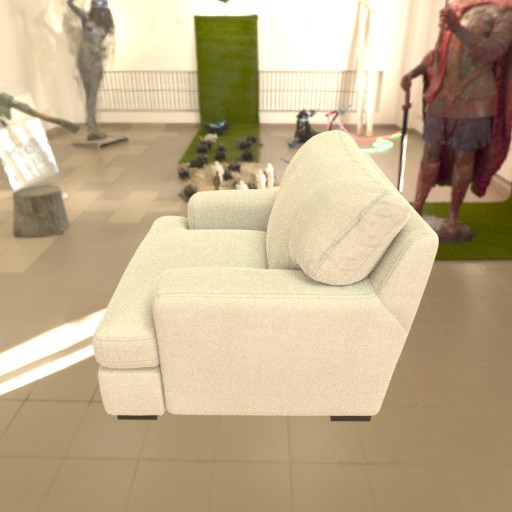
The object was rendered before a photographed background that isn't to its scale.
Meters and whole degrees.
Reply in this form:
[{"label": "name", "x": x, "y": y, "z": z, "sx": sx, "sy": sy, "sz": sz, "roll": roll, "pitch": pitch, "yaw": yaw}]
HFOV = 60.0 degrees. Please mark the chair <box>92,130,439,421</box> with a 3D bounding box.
[{"label": "chair", "x": 0.000, "y": 0.000, "z": 1.972, "sx": 1.158, "sy": 0.930, "sz": 1.140, "roll": 0, "pitch": 27, "yaw": 0}]
